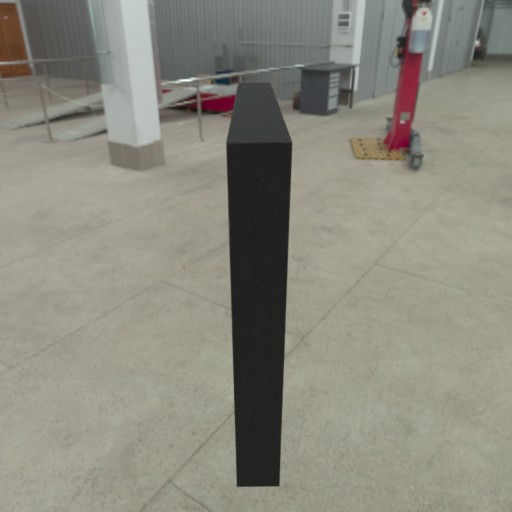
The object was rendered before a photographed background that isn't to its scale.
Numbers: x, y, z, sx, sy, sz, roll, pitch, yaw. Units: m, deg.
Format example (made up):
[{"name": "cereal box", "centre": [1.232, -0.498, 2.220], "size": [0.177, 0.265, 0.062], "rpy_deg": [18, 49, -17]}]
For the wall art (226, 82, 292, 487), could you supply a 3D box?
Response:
[{"name": "wall art", "centre": [0.000, 0.000, 0.460], "size": [0.038, 0.305, 0.305], "rpy_deg": [0, 27, -1]}]
